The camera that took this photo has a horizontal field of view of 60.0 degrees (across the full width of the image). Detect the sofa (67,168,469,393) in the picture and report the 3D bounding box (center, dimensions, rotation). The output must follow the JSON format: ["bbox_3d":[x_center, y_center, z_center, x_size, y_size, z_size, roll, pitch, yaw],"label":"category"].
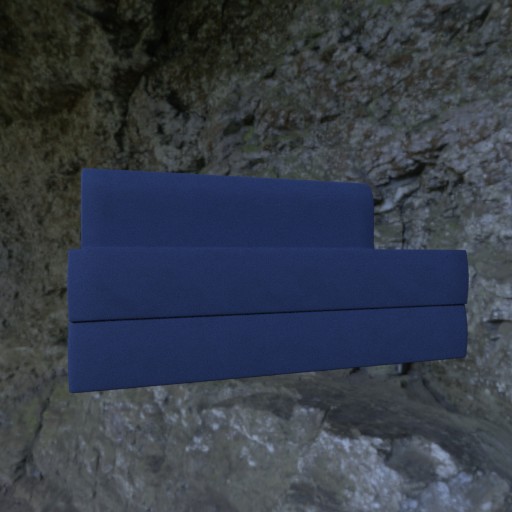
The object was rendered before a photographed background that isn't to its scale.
[{"bbox_3d":[0.000,0.000,1.608,1.219,0.660,0.762,0,1,-18],"label":"sofa"}]
